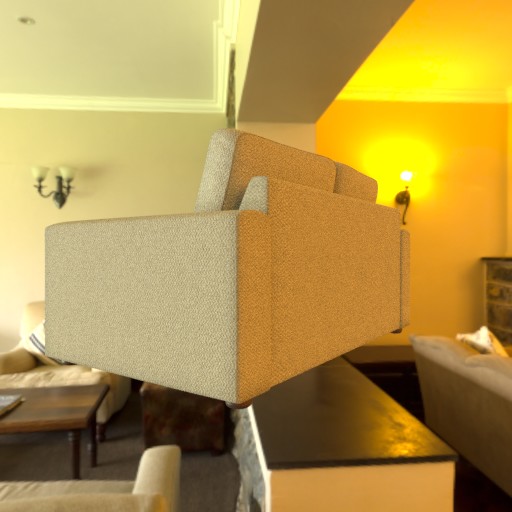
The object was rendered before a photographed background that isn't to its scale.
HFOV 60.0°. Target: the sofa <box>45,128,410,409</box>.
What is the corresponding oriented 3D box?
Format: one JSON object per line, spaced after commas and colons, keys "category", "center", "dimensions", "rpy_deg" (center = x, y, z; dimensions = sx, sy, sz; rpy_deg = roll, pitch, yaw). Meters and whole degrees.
{"category": "sofa", "center": [0.000, 0.000, 2.148], "dimensions": [1.016, 0.873, 1.616], "rpy_deg": [0, 1, 35]}
